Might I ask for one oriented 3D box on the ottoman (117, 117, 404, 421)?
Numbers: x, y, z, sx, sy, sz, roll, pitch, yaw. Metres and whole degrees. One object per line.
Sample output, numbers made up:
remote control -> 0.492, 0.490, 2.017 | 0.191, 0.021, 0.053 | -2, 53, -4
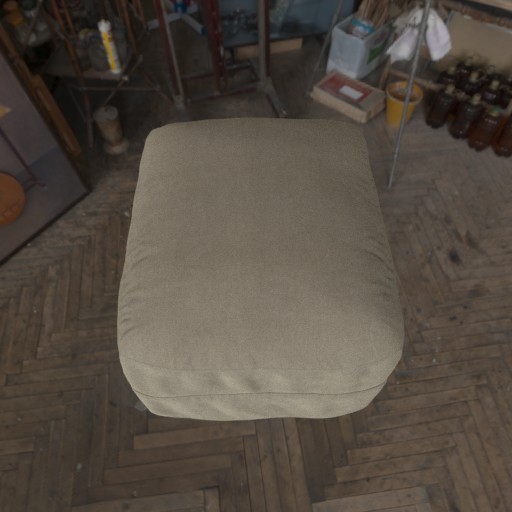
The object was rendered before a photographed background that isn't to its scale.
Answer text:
ottoman -> 0.000, 0.000, 1.114 | 0.584, 0.480, 0.712 | -1, 57, -1
